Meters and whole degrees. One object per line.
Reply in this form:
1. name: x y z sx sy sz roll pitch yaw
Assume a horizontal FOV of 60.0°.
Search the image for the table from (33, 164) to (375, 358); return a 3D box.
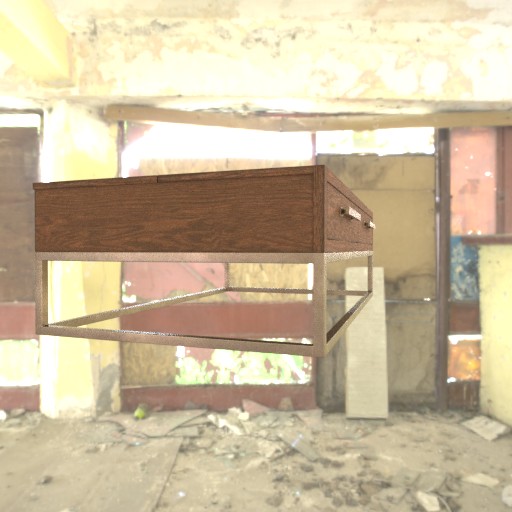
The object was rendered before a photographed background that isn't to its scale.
1. table: 0.000 0.000 1.488 0.719 0.361 1.167 0 1 19
